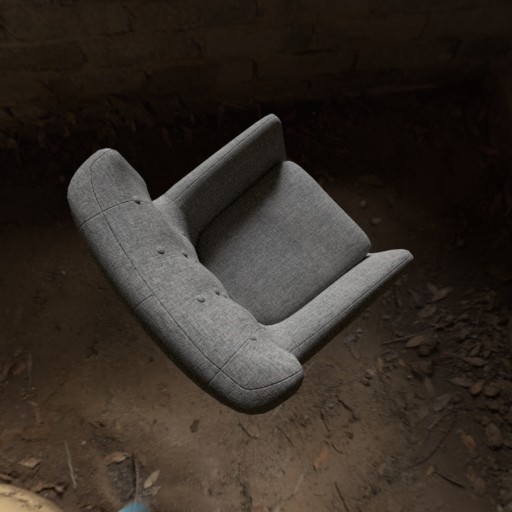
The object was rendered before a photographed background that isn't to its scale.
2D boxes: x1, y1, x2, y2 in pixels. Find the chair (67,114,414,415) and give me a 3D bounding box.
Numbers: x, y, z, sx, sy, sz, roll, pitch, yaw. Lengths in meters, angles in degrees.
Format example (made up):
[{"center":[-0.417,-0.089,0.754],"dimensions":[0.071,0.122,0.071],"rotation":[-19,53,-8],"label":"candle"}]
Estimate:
[{"center":[0.000,0.000,1.720],"dimensions":[0.904,1.063,0.878],"rotation":[-40,79,-10],"label":"chair"}]
